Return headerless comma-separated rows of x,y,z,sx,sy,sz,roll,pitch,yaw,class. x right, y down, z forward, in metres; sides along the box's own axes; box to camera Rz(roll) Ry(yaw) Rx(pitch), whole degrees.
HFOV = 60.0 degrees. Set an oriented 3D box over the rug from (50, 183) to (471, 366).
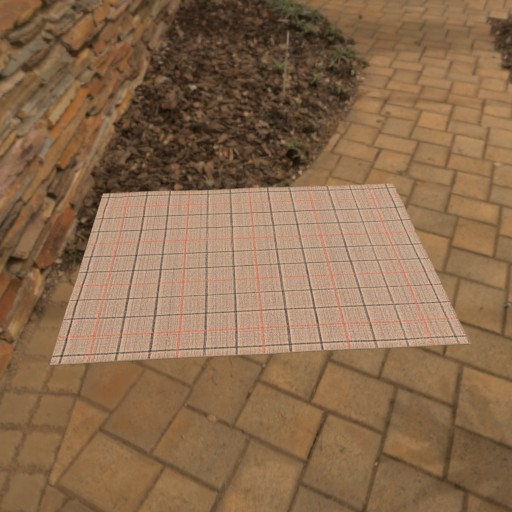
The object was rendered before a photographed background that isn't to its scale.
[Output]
0.000,0.000,2.355,1.829,0.013,1.220,-2,44,-2,rug
